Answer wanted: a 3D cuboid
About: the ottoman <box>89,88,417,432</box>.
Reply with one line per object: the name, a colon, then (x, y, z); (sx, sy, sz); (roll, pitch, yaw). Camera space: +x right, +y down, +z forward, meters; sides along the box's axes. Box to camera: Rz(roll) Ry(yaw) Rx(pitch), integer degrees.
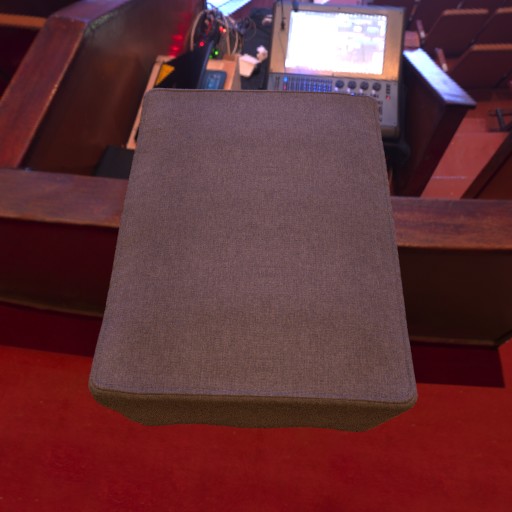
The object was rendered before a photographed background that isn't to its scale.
ottoman: (0.000, 0.000, 1.194); (0.652, 0.492, 0.833); (1, 63, 1)
